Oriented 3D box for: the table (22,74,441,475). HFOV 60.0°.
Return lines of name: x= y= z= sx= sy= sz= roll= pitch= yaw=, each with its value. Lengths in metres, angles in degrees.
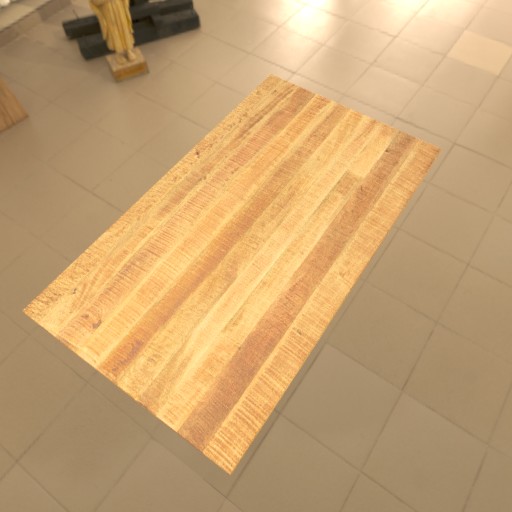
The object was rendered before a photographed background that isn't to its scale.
table: x=0.000 y=0.000 z=1.666 sx=0.760 sy=0.455 sz=1.320 roll=31 pitch=63 yaw=17
